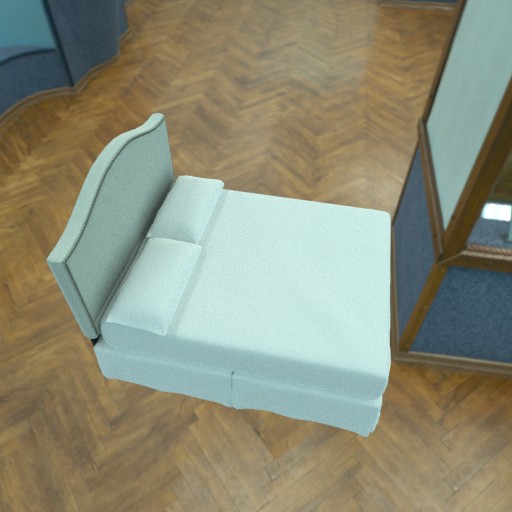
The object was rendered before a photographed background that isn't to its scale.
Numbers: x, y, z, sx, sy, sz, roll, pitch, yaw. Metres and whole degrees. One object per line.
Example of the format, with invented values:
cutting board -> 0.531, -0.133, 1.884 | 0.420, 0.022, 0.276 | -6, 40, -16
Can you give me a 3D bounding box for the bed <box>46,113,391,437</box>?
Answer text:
bed -> 0.000, 0.000, 3.431 | 2.180, 1.607, 1.813 | 9, 48, 8
